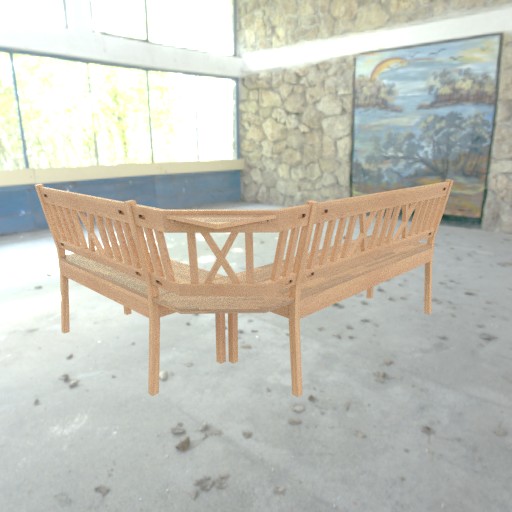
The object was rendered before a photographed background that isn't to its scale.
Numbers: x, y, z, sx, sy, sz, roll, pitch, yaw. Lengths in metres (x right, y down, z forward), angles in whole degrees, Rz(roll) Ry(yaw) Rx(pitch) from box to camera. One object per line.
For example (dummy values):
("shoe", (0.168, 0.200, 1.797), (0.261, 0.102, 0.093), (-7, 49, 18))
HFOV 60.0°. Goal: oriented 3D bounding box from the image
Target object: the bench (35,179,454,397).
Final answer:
("bench", (0.000, 0.000, 2.717), (1.537, 0.902, 1.937), (14, 20, 43))
